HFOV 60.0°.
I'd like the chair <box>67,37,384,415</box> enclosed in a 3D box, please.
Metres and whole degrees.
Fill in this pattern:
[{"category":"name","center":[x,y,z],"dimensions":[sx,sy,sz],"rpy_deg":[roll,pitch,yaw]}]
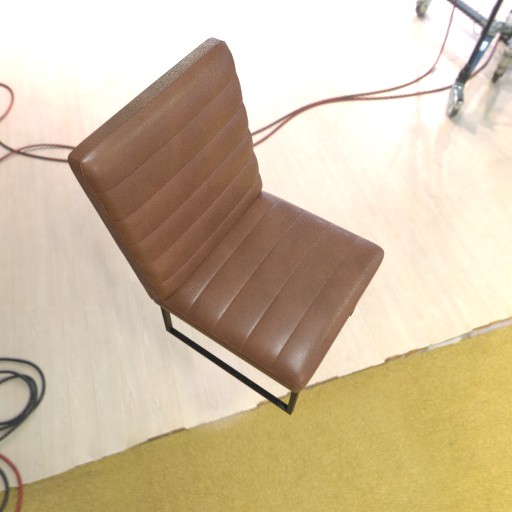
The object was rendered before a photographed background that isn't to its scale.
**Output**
[{"category":"chair","center":[0.000,0.000,1.312],"dimensions":[0.634,0.930,0.520],"rpy_deg":[30,63,17]}]
